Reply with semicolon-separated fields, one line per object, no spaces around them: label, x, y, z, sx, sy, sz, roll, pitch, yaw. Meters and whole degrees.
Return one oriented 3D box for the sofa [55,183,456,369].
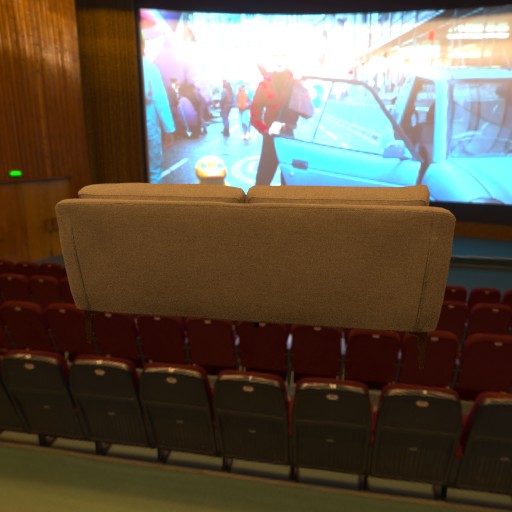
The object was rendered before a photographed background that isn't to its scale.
sofa;0.000;0.000;2.618;2.036;0.913;0.980;2;14;9
